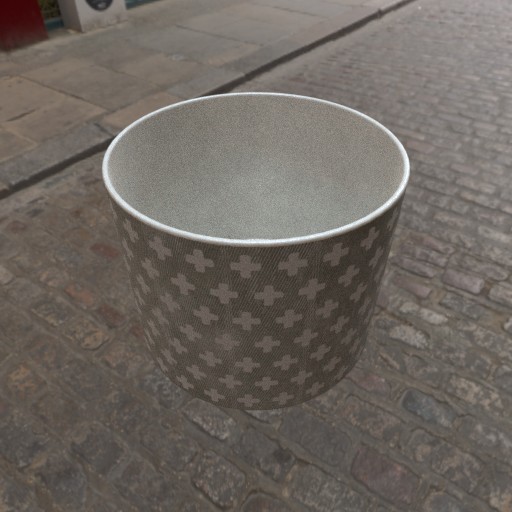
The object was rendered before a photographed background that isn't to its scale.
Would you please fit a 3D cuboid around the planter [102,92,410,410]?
[{"bbox_3d":[0.000,0.000,0.449,0.250,0.239,0.250,0,41,0],"label":"planter"}]
